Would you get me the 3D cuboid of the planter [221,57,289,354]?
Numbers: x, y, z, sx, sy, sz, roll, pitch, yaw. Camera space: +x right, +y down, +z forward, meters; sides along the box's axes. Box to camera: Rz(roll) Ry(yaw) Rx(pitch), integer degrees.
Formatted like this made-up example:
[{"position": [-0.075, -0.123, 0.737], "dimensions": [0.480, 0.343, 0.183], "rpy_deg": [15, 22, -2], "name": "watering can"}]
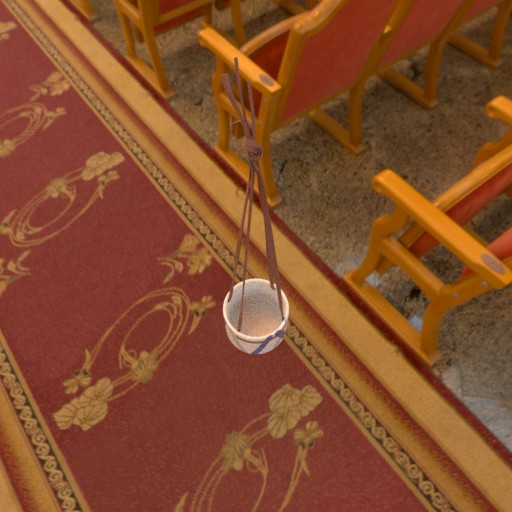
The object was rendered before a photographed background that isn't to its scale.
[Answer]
[{"position": [0.000, 0.000, 0.812], "dimensions": [0.153, 0.753, 0.157], "rpy_deg": [-33, 65, -17], "name": "planter"}]
